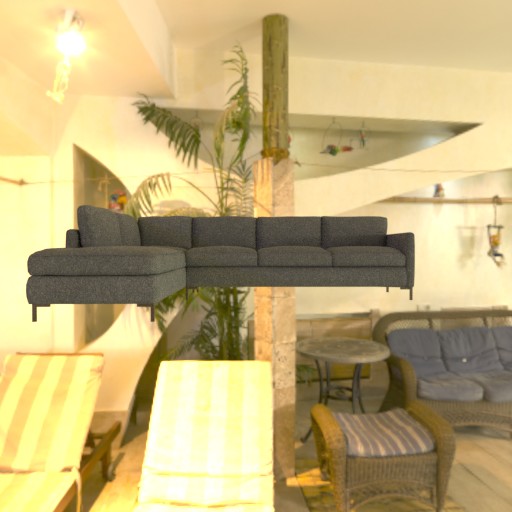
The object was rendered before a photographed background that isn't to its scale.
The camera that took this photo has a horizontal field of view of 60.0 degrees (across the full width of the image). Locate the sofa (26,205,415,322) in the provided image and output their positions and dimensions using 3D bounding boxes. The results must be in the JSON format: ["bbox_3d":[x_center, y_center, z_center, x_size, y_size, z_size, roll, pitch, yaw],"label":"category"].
[{"bbox_3d":[0.000,0.000,3.796,2.949,0.815,2.007,0,1,-1],"label":"sofa"}]
